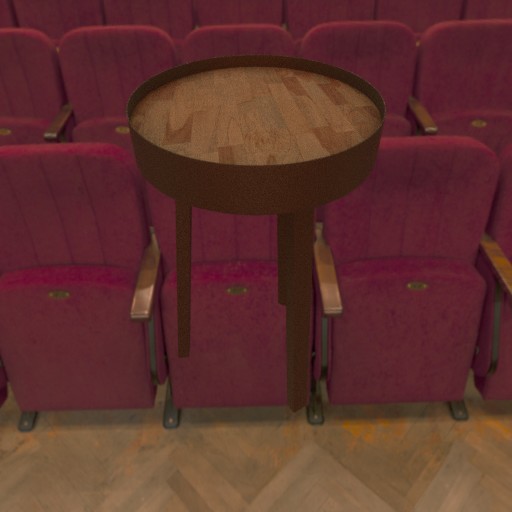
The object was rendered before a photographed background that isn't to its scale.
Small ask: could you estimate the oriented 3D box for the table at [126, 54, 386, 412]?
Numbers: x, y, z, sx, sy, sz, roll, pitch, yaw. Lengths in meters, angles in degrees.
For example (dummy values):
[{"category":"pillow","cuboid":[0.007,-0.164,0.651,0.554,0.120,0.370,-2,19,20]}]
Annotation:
[{"category":"table","cuboid":[0.000,0.000,0.941,0.406,0.686,0.406,-1,43,-1]}]
